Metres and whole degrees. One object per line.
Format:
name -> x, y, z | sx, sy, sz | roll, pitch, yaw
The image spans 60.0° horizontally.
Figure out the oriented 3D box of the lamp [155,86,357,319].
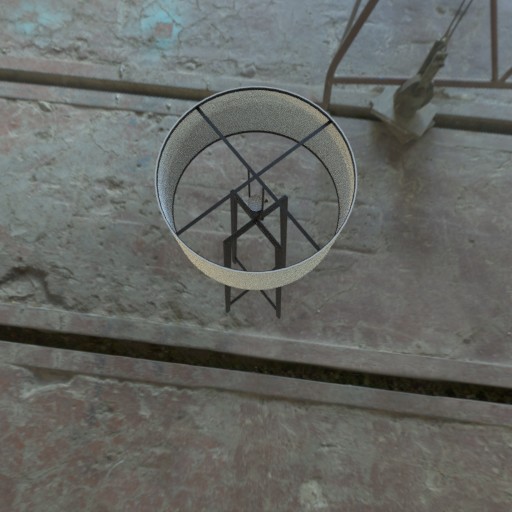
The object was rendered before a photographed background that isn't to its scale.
lamp -> 0.000, 0.000, 1.734 | 0.456, 1.510, 0.457 | -38, 79, -9
